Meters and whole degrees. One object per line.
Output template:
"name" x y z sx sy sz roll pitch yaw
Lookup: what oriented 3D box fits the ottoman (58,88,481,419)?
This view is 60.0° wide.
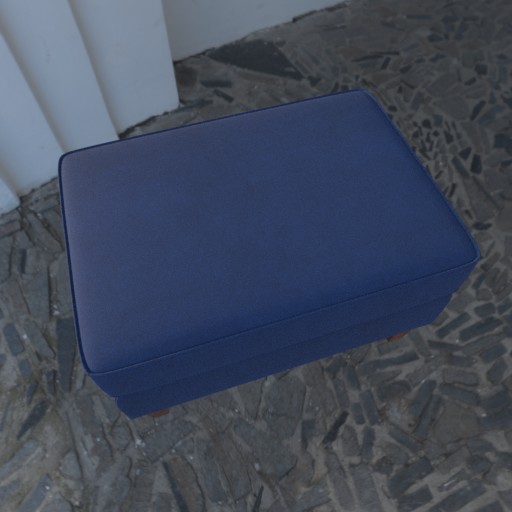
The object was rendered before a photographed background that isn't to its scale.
"ottoman" 0.000 0.000 1.356 0.965 0.584 0.686 -15 59 -9
